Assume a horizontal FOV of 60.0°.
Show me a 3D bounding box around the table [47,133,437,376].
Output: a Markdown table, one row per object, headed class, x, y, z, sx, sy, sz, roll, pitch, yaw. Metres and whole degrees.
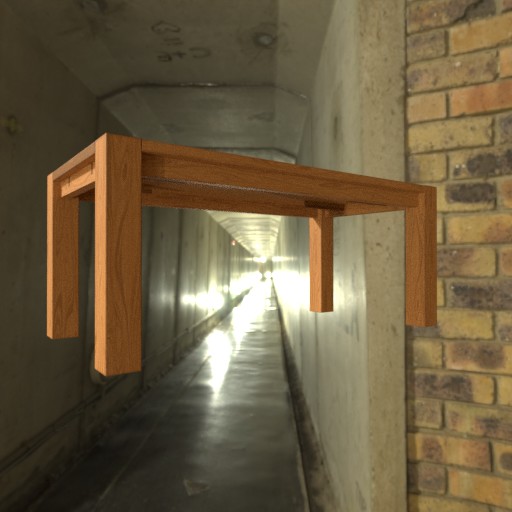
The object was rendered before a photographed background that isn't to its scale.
| class | x | y | z | sx | sy | sz | roll | pitch | yaw |
| --- | --- | --- | --- | --- | --- | --- | --- | --- | --- |
| table | 0.000 | 0.000 | 2.269 | 1.800 | 0.760 | 0.900 | 0 | 0 | -36 |
